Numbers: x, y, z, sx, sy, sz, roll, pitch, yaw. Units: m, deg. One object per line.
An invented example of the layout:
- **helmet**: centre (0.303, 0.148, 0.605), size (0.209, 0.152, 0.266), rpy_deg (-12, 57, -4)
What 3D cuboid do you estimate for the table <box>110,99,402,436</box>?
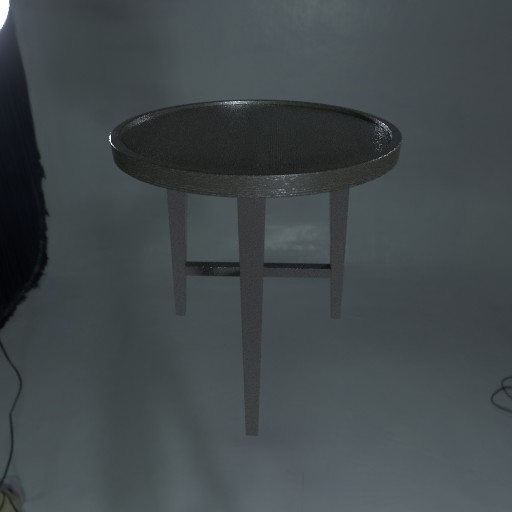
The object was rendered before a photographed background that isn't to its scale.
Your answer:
- **table**: centre (0.000, 0.000, 0.921), size (0.500, 0.531, 0.500), rpy_deg (0, 30, 0)
